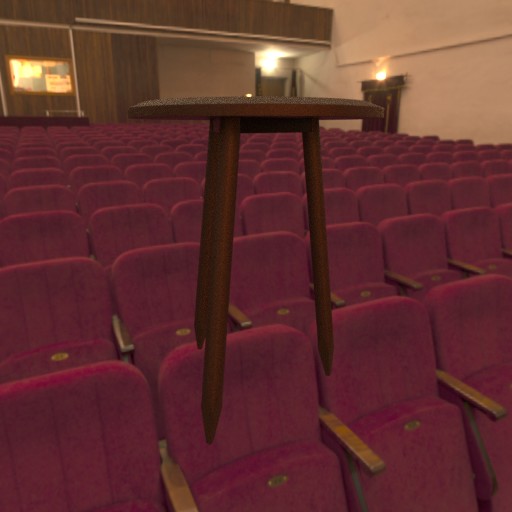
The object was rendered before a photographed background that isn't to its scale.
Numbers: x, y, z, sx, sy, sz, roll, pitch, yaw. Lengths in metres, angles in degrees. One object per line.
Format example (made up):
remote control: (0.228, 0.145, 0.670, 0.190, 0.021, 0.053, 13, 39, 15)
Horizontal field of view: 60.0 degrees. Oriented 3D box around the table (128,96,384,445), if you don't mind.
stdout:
table: (0.000, 0.000, 0.899, 0.457, 0.585, 0.457, 0, 16, 0)
